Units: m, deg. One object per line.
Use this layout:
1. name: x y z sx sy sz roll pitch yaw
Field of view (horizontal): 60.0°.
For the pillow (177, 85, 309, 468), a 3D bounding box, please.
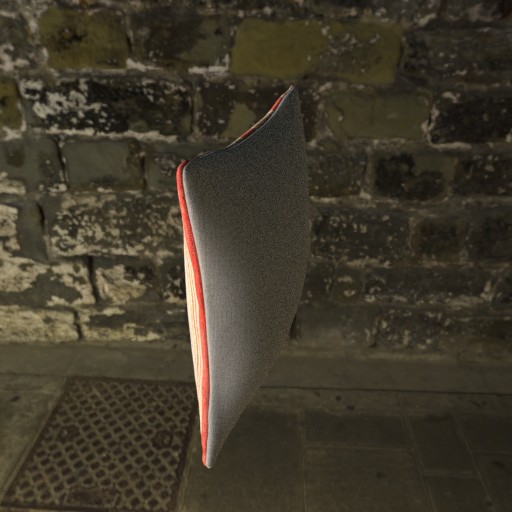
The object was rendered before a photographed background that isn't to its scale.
1. pillow: 0.000 0.000 0.660 0.136 0.419 0.437 9 32 15
